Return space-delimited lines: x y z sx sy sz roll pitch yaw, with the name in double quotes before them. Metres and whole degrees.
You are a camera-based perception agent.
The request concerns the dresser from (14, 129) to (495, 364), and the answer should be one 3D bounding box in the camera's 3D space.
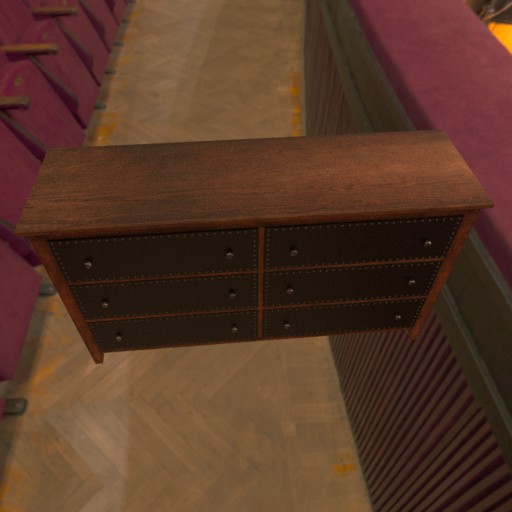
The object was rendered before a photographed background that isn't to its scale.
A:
"dresser" 0.000 0.000 1.886 1.551 0.856 0.463 -4 47 -3
